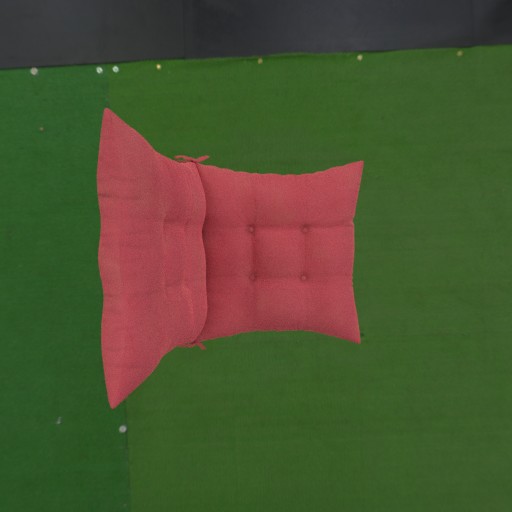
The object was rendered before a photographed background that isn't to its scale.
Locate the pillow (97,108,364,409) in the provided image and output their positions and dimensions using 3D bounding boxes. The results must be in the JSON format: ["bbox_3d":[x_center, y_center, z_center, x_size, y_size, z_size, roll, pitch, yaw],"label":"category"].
[{"bbox_3d":[0.000,0.000,1.001,0.585,0.536,0.541,0,92,0],"label":"pillow"}]
